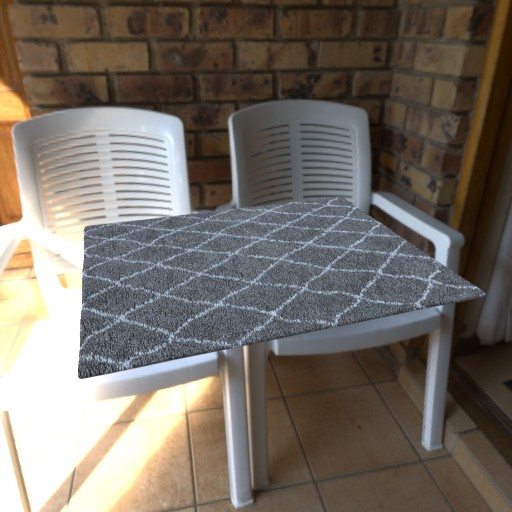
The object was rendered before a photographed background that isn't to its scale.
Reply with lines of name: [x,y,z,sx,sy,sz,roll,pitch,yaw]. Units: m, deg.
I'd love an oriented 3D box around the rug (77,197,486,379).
rug: [0.000,0.000,4.101,3.047,0.029,2.438,-8,28,-16]
